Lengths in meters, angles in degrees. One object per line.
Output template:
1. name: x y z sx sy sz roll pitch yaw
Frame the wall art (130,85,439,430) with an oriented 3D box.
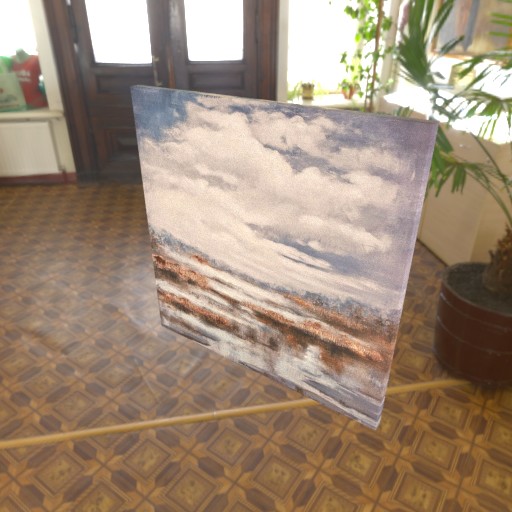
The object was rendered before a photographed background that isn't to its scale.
1. wall art: 0.000 0.000 1.516 1.010 1.020 0.040 18 34 30
